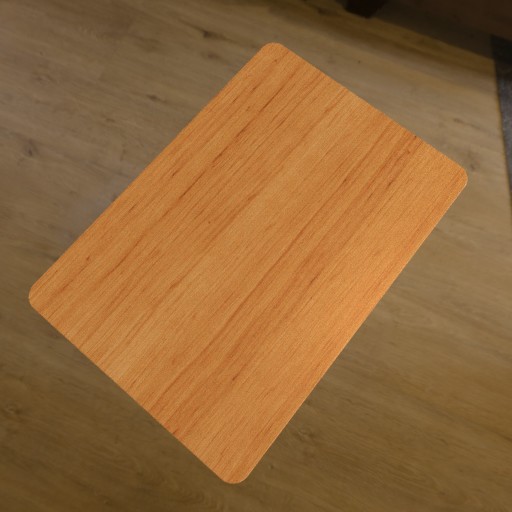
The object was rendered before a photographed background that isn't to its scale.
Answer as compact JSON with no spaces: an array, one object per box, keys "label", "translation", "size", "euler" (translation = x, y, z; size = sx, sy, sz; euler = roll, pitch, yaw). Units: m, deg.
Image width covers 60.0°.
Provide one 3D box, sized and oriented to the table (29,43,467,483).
[{"label":"table","translation":[0.000,0.000,1.361],"size":[0.696,0.445,0.997],"euler":[38,78,9]}]
